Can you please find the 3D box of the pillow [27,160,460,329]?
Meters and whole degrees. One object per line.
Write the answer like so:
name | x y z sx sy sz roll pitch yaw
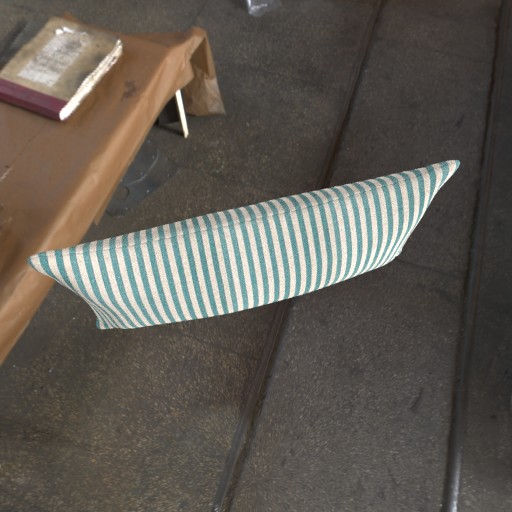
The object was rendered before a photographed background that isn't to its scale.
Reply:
pillow | 0.000 0.000 0.738 0.617 0.295 0.151 -13 64 -7
